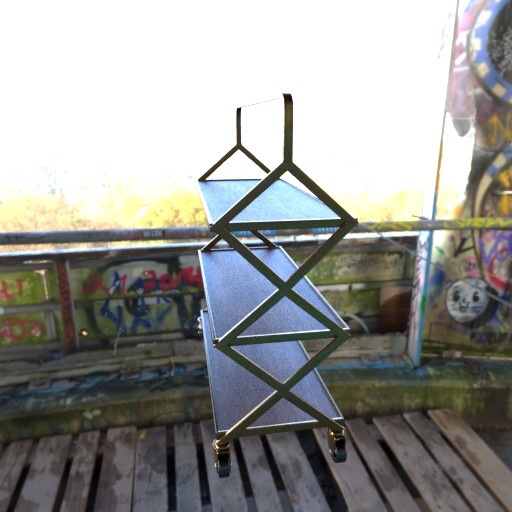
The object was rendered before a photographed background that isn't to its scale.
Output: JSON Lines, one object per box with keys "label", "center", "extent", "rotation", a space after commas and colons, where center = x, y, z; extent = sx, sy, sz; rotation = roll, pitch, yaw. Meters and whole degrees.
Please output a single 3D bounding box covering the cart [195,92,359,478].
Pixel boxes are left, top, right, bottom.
{"label": "cart", "center": [0.000, 0.000, 1.210], "extent": [0.313, 0.805, 0.723], "rotation": [-3, 17, -9]}
